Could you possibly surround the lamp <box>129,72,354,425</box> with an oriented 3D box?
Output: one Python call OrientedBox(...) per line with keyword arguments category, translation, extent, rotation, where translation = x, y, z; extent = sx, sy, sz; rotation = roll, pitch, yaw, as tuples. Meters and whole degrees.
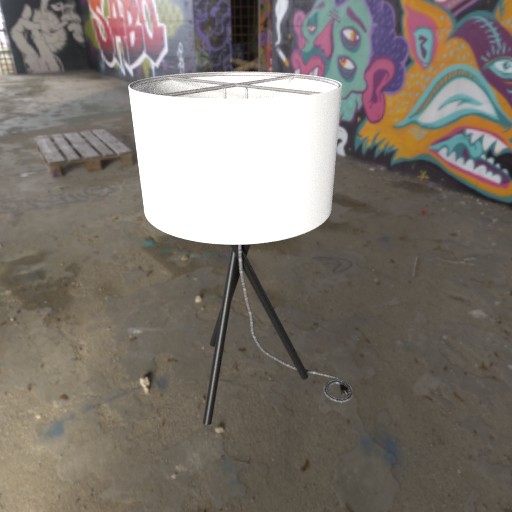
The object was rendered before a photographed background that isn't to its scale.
OrientedBox(category="lamp", translation=(0.000, 0.000, 0.916), extent=(0.422, 0.674, 0.353), rotation=(-7, 29, -13))
